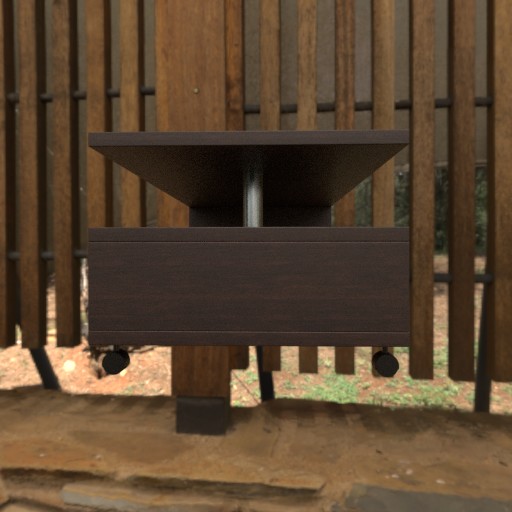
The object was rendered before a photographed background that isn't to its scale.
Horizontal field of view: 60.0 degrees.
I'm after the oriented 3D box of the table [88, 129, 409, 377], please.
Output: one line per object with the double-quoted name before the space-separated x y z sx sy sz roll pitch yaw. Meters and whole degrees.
"table" 0.000 0.000 1.337 0.590 0.460 1.050 0 0 2
